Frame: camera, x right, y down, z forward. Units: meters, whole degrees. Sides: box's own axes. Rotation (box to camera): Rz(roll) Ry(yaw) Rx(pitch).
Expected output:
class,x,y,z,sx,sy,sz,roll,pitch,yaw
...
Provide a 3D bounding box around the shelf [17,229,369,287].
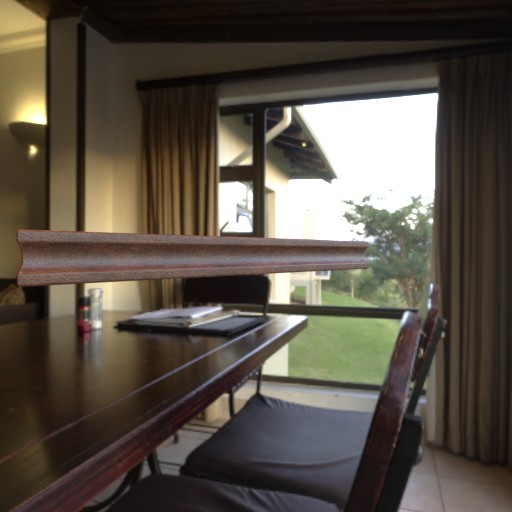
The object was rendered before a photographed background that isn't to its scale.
class,x,y,z,sx,sy,sz,roll,pitch,yaw
shelf,0.000,0.000,0.419,0.296,0.035,0.296,0,1,-1
